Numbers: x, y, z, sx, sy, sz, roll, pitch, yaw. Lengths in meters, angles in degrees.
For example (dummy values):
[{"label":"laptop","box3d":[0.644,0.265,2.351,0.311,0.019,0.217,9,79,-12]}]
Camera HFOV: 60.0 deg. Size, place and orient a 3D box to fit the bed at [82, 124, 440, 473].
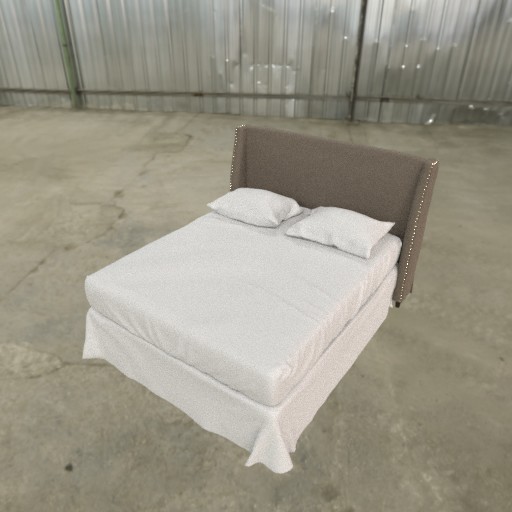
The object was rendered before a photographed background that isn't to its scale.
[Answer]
[{"label":"bed","box3d":[0.000,0.000,3.441,1.925,1.332,2.276,20,36,30]}]
